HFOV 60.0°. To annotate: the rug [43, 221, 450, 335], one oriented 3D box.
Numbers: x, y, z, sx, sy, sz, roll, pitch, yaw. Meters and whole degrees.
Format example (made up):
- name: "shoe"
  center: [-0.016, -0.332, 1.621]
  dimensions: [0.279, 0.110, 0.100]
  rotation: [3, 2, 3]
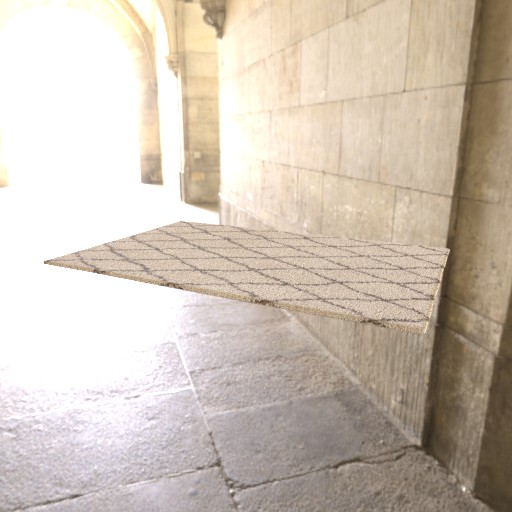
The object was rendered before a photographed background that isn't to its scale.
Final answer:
- name: "rug"
  center: [0.000, 0.000, 3.531]
  dimensions: [2.743, 0.030, 1.778]
  rotation: [8, 17, 25]
